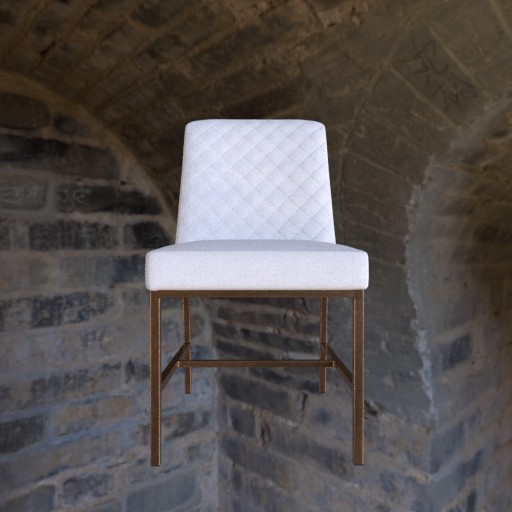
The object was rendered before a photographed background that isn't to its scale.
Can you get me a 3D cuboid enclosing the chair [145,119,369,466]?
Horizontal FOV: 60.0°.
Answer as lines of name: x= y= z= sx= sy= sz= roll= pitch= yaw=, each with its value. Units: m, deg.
chair: x=0.000 y=0.000 z=1.267 sx=0.503 sy=0.933 sz=0.597 roll=0 pitch=0 yaw=-1
